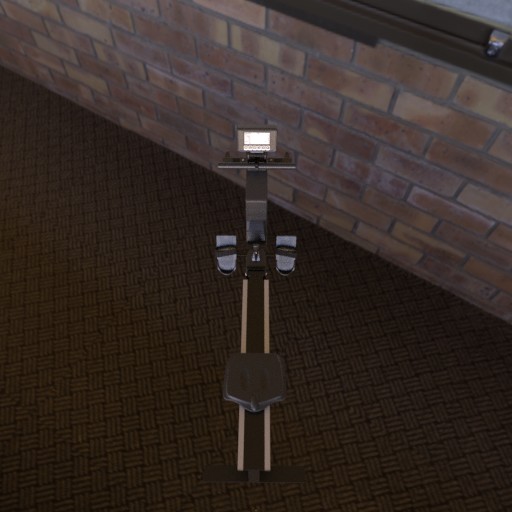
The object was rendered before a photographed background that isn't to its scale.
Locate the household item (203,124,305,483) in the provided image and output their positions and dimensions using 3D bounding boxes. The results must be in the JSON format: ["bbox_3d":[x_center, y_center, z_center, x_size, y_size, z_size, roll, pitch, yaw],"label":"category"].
[{"bbox_3d":[0.000,0.000,2.513,0.521,0.810,2.251,0,60,0],"label":"household item"}]
